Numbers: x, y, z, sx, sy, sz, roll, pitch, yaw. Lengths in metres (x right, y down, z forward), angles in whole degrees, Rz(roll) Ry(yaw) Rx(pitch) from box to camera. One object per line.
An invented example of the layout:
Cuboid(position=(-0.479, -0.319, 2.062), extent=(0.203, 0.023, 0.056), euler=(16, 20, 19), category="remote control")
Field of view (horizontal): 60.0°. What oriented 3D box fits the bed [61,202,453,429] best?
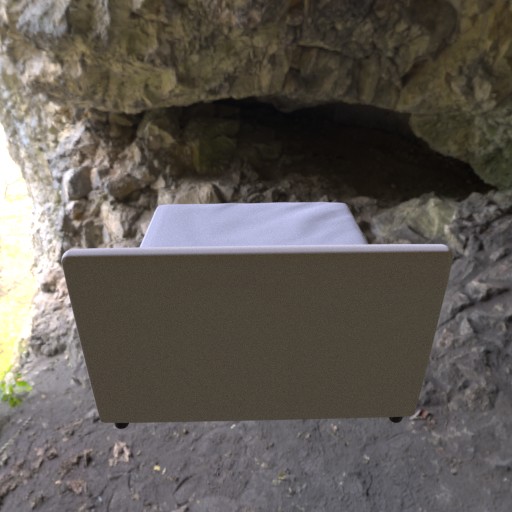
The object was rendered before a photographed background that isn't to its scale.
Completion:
Cuboid(position=(0.000, 0.000, 3.583), extent=(2.119, 1.317, 2.341), euler=(-1, 29, -1), category="bed")
